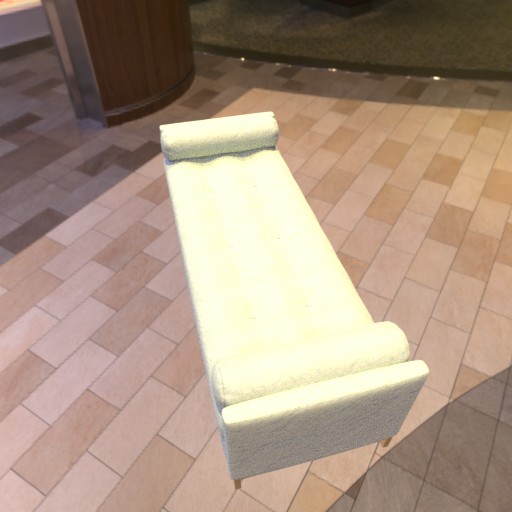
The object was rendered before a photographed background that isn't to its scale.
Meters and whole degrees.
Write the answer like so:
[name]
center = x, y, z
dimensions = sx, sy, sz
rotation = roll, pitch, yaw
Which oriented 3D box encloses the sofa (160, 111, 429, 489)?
[sofa]
center = 0.000, 0.000, 2.458
dimensions = 0.796, 0.705, 2.102
rotation = -11, 46, -10
